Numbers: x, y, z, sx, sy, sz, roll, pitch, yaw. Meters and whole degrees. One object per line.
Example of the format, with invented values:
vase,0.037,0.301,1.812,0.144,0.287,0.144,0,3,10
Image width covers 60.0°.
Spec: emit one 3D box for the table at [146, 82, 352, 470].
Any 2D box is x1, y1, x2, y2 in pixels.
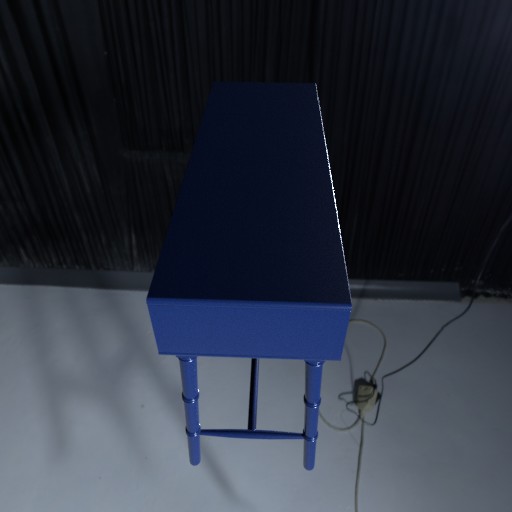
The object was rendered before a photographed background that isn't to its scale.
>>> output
table,0.000,0.000,1.480,0.399,0.749,1.118,2,41,2
